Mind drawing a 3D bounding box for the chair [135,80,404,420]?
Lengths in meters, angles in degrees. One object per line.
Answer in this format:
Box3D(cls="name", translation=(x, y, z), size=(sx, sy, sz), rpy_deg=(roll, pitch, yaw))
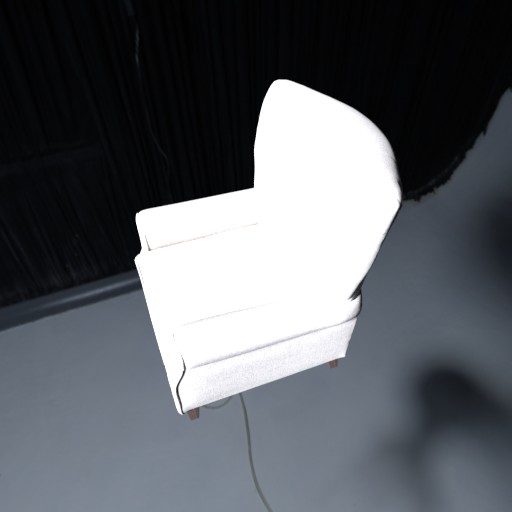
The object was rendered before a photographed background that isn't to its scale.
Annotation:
Box3D(cls="chair", translation=(0.000, 0.000, 1.976), size=(1.025, 1.209, 0.942), rpy_deg=(-15, 48, -14))
